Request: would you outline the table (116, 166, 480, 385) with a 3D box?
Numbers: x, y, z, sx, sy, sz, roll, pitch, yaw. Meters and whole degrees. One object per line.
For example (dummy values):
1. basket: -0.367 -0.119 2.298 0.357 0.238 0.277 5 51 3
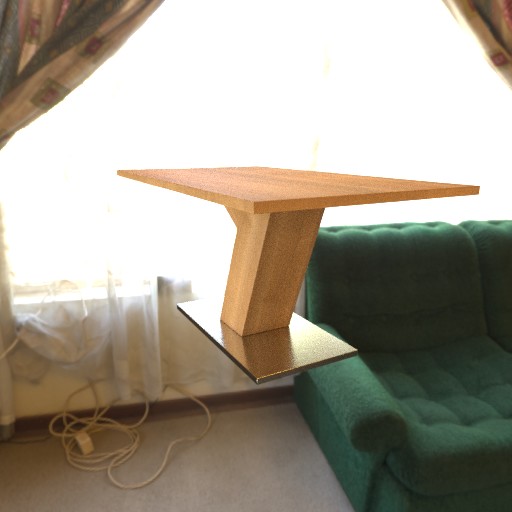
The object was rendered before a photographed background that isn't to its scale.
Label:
1. table: 0.000 0.000 2.101 0.900 0.750 1.600 -8 16 -28
